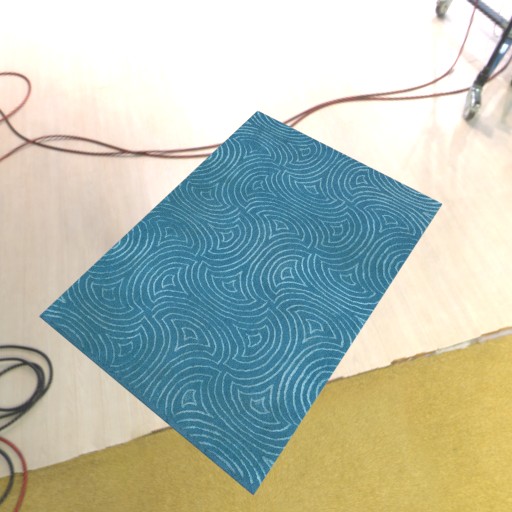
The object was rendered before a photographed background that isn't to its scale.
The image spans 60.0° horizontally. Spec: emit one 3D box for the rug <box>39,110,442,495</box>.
[{"bbox_3d":[0.000,0.000,2.776,1.543,0.015,2.144,32,64,18],"label":"rug"}]
